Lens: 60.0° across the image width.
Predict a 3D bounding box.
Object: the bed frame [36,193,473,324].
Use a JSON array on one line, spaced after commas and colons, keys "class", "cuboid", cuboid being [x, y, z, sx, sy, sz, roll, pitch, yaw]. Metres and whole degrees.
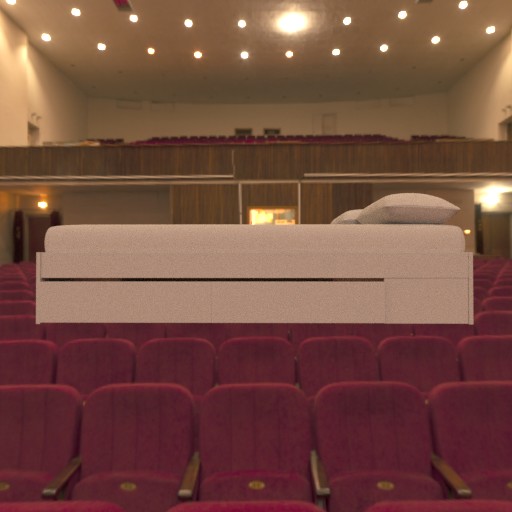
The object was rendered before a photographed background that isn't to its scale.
[{"class": "bed frame", "cuboid": [0.000, 0.000, 2.695, 1.950, 0.629, 1.450, 0, -1, 1]}]
